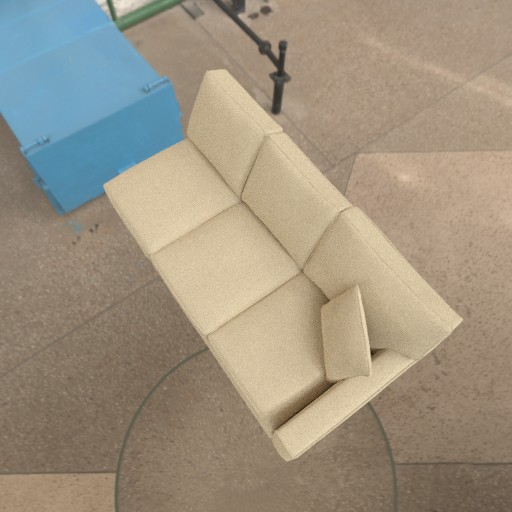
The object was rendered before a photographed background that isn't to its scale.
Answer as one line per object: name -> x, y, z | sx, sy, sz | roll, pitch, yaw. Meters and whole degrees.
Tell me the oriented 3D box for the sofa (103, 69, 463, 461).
sofa -> 0.000, 0.000, 2.565 | 1.034, 0.946, 1.963 | -32, 68, -15
